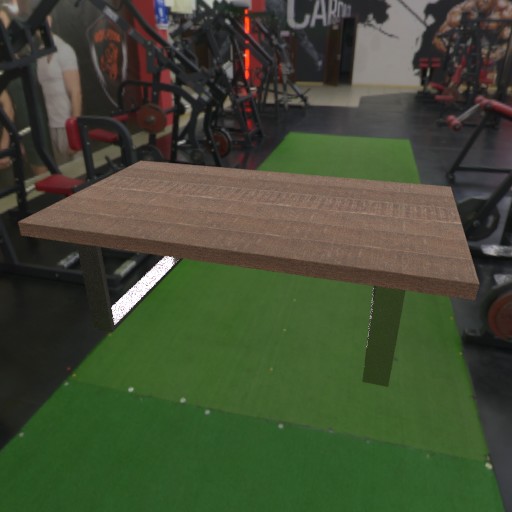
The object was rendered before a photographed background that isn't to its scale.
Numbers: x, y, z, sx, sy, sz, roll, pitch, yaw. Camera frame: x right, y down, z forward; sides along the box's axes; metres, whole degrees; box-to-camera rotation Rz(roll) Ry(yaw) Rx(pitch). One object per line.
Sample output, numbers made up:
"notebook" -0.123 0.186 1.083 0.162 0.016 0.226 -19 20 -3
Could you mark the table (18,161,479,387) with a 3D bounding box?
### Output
"table" 0.000 0.000 1.723 1.400 0.440 0.800 8 28 15
